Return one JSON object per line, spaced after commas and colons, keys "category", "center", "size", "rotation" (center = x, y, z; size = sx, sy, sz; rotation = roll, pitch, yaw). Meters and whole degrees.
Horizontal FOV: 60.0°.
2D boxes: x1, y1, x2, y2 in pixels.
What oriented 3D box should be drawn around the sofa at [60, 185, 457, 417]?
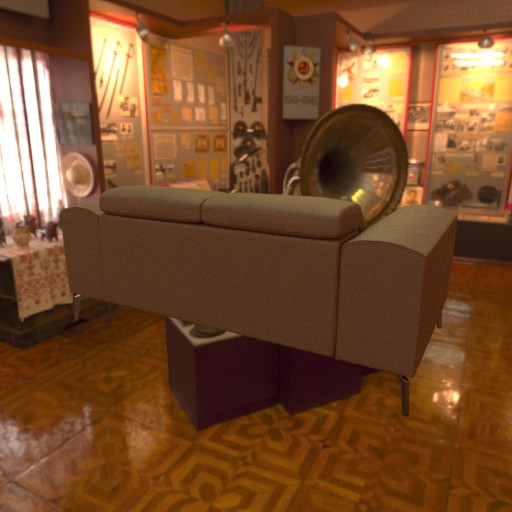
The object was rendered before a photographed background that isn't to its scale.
{"category": "sofa", "center": [0.000, 0.000, 2.399], "size": [1.895, 0.779, 1.003], "rotation": [8, 17, 28]}
